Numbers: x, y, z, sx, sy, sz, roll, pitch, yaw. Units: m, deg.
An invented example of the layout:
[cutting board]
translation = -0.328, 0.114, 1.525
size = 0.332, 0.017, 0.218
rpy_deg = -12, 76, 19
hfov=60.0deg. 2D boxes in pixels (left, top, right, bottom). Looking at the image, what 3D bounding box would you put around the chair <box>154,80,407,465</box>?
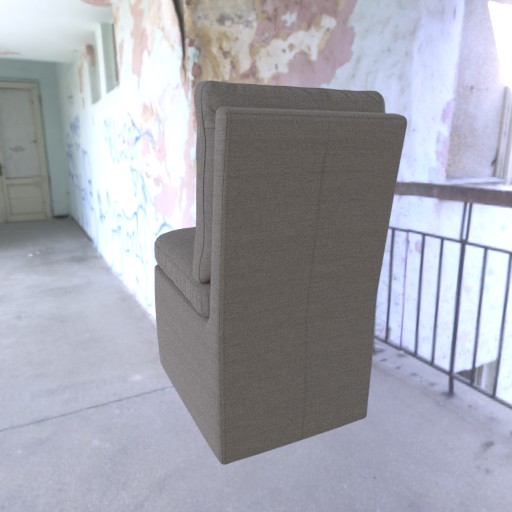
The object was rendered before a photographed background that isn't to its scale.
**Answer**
[chair]
translation = 0.000, 0.000, 1.346
size = 0.503, 0.927, 0.698
rpy_deg = -7, 16, -25
